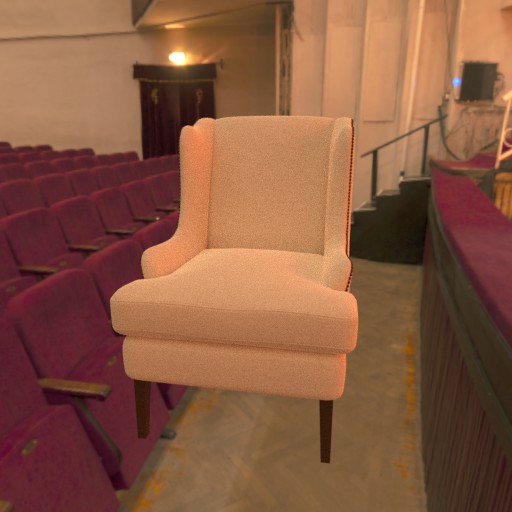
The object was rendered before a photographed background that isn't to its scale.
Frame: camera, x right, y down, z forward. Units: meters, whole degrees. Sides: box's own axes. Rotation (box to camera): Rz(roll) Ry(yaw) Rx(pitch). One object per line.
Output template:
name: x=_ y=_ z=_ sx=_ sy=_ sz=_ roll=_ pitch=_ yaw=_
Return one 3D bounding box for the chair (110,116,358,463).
chair: x=0.000 y=0.000 z=1.673 sx=0.737 sy=1.029 sz=0.940 roll=3 pitch=16 yaw=10
